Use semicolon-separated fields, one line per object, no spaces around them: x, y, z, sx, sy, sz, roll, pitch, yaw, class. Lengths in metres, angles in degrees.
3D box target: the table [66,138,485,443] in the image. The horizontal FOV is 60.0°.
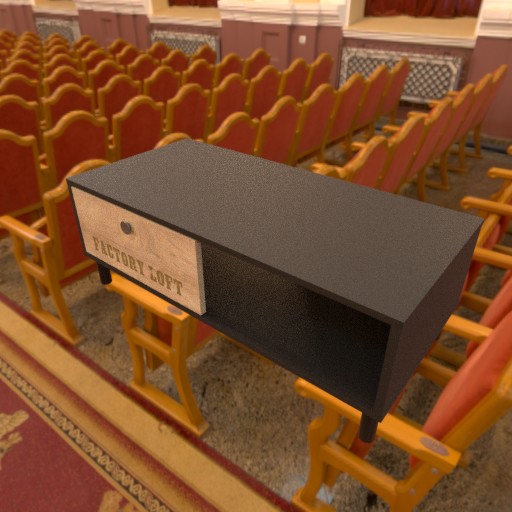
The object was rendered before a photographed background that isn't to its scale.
0.000;0.000;1.372;1.100;0.400;0.550;23;39;32;table
